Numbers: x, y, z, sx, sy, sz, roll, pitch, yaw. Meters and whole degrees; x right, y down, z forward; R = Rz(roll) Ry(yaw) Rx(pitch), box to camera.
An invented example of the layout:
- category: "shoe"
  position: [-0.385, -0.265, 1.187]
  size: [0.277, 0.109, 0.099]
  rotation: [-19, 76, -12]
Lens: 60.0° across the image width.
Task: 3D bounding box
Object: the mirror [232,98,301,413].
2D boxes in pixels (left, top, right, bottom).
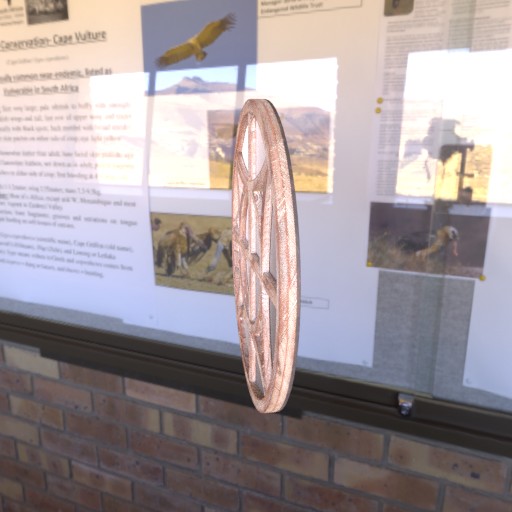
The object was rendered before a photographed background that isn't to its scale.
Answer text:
- category: "mirror"
  position: [0.000, 0.000, 1.064]
  size: [0.038, 0.710, 0.710]
  rotation: [-2, 14, -9]
